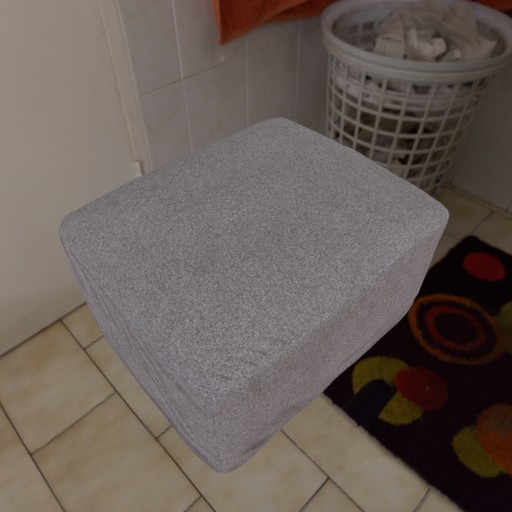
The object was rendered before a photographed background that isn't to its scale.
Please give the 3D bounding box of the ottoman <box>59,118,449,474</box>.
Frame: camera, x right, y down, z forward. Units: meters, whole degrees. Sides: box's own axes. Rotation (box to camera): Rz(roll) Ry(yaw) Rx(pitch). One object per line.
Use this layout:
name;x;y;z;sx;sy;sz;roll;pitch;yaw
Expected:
ottoman;0.000;0.000;1.235;0.837;0.481;0.683;-33;55;-27
